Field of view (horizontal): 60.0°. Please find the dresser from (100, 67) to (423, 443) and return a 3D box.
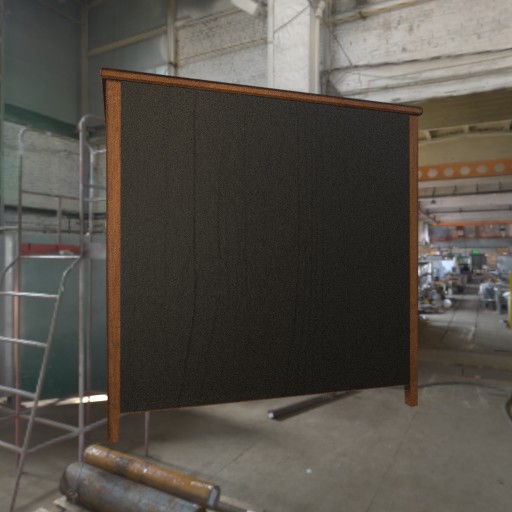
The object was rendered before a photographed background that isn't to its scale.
[{"bbox_3d":[0.000,0.000,1.905,1.250,1.224,0.591,0,0,-18],"label":"dresser"}]
